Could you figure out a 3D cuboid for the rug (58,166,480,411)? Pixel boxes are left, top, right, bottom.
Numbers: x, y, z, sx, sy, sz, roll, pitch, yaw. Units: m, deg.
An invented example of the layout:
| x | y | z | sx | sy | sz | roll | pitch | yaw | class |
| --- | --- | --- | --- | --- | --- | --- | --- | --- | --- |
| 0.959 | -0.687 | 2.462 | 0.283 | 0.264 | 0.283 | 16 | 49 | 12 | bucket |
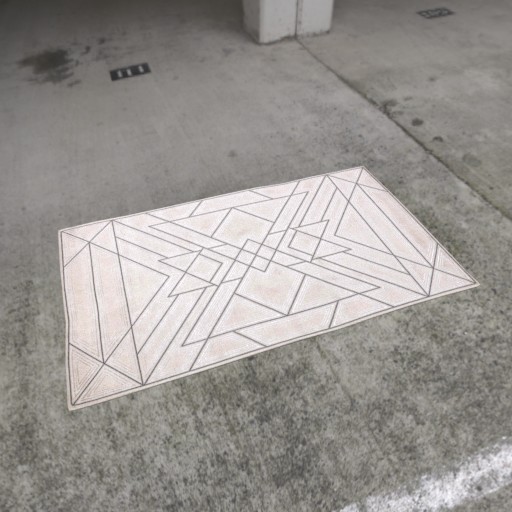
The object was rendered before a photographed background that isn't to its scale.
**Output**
| x | y | z | sx | sy | sz | roll | pitch | yaw | class |
| --- | --- | --- | --- | --- | --- | --- | --- | --- | --- |
| 0.000 | 0.000 | 1.040 | 0.869 | 0.008 | 0.511 | -14 | 46 | -14 | rug |
